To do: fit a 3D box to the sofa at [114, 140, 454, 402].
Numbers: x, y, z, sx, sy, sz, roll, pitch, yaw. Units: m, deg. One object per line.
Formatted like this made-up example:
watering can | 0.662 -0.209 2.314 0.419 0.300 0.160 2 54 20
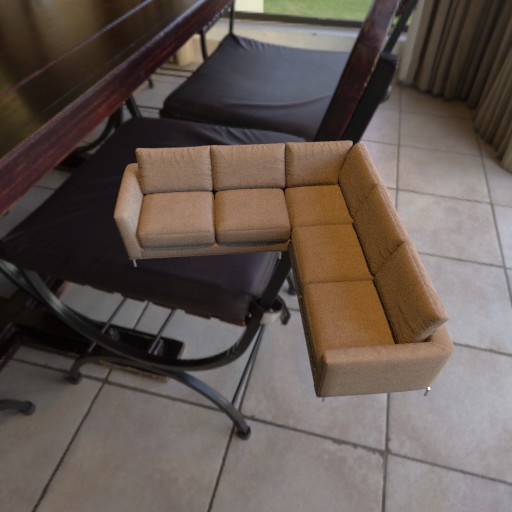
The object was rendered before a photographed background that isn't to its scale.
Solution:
sofa | 0.000 0.000 3.781 2.438 0.864 2.438 -3 44 -3
